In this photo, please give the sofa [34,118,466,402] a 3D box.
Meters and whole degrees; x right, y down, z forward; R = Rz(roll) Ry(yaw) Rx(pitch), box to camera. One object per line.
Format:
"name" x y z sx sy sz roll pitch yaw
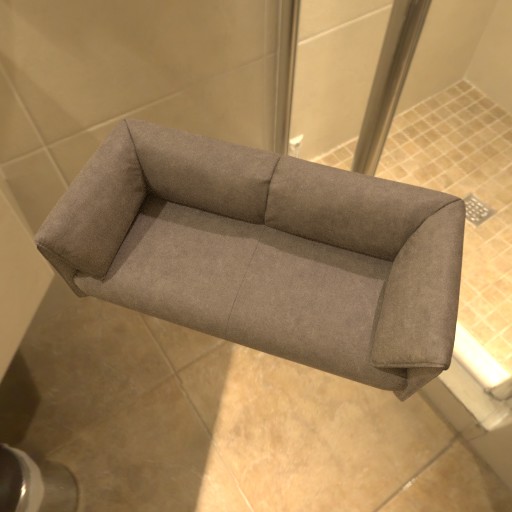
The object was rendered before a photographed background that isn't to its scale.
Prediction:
"sofa" 0.000 0.000 2.329 1.878 0.747 0.905 16 59 10
